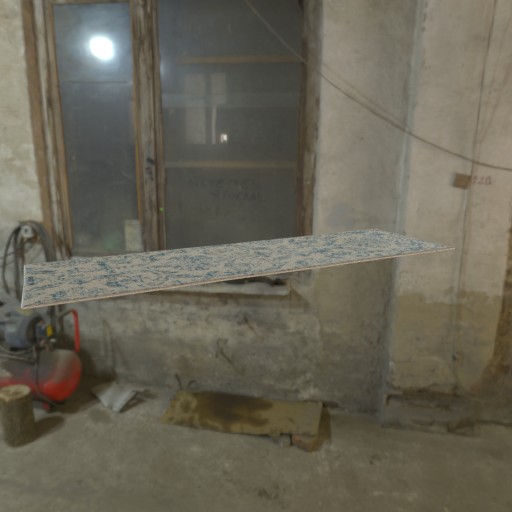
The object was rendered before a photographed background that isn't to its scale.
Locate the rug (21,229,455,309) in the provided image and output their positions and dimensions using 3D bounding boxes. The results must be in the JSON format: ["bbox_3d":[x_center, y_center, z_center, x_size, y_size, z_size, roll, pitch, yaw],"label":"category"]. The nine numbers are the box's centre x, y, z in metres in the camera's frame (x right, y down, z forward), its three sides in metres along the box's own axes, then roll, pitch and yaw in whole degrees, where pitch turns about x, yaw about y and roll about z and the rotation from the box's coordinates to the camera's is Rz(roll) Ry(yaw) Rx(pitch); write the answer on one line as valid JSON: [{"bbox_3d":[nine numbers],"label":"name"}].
[{"bbox_3d":[0.000,0.000,2.343,2.196,0.011,0.662,-7,15,-25],"label":"rug"}]
